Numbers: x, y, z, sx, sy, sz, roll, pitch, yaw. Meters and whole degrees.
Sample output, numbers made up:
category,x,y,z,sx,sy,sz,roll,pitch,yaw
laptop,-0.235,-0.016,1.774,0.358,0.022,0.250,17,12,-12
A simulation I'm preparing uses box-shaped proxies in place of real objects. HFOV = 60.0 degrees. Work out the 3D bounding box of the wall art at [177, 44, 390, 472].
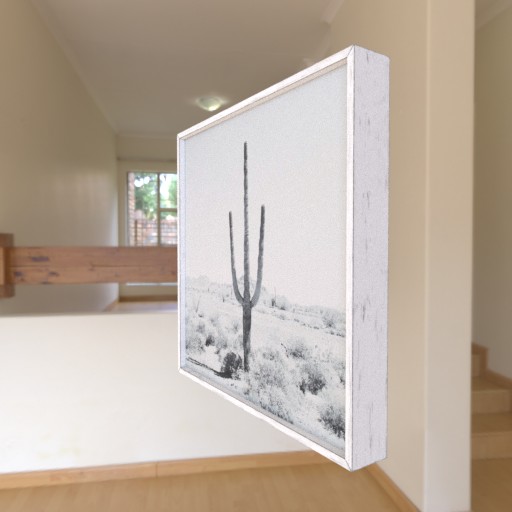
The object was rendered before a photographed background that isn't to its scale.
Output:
category,x,y,z,sx,sy,sz,roll,pitch,yaw
wall art,0.000,0.000,0.452,0.038,0.305,0.305,-1,2,-34
